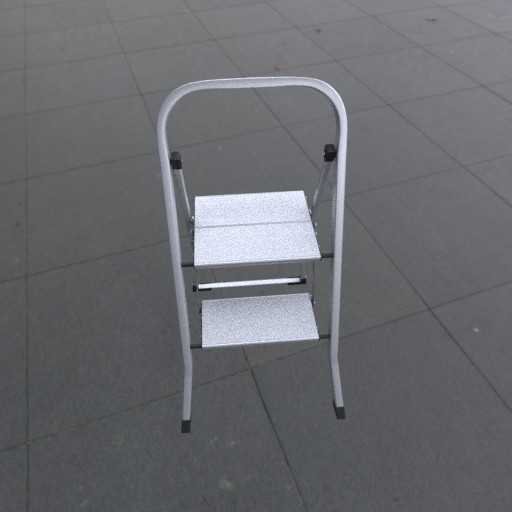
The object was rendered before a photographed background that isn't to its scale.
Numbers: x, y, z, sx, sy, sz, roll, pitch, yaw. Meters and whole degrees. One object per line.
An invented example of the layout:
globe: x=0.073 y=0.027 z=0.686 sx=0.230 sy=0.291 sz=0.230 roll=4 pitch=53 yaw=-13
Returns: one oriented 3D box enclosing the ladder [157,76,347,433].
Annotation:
ladder: x=0.000 y=0.000 z=1.134 sx=0.465 sy=0.830 sz=0.530 roll=-4 pitch=46 yaw=-4
